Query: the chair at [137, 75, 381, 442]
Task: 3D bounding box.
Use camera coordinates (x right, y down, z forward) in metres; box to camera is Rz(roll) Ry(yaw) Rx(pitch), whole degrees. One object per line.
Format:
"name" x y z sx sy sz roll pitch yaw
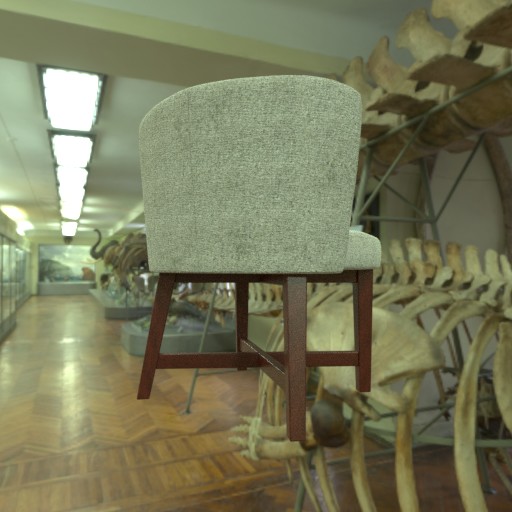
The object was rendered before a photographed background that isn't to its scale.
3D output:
"chair" 0.000 0.000 1.309 0.728 0.827 0.575 -1 -2 36
